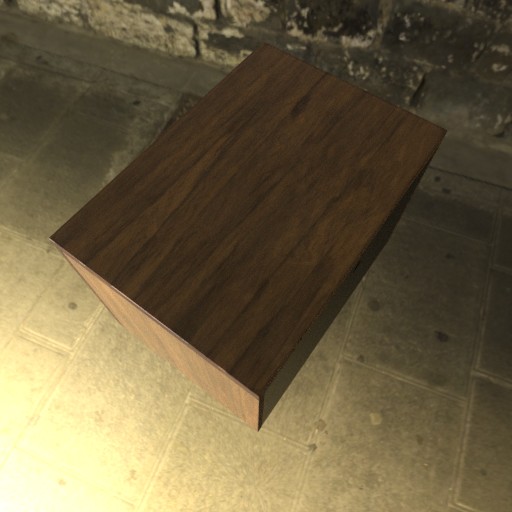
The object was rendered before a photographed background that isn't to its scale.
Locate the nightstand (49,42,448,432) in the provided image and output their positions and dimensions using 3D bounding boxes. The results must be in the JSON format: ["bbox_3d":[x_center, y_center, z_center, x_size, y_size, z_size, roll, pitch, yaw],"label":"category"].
[{"bbox_3d":[0.000,0.000,1.062,0.458,0.610,0.610,33,67,16],"label":"nightstand"}]
